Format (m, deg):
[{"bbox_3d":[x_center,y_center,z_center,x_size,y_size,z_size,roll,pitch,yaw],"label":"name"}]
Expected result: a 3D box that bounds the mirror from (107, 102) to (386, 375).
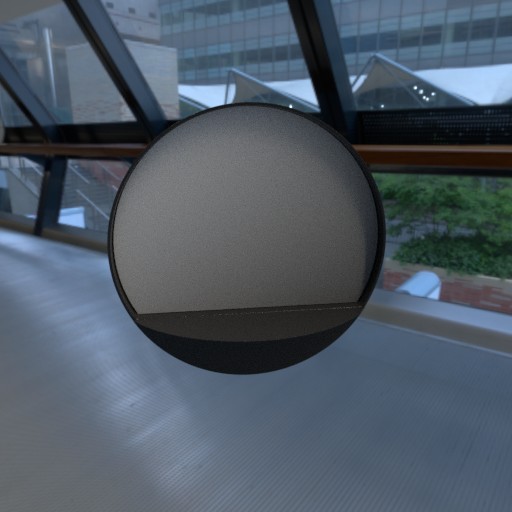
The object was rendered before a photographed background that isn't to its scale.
[{"bbox_3d":[0.000,0.000,0.688,0.457,0.457,0.133,-2,16,-8],"label":"mirror"}]
